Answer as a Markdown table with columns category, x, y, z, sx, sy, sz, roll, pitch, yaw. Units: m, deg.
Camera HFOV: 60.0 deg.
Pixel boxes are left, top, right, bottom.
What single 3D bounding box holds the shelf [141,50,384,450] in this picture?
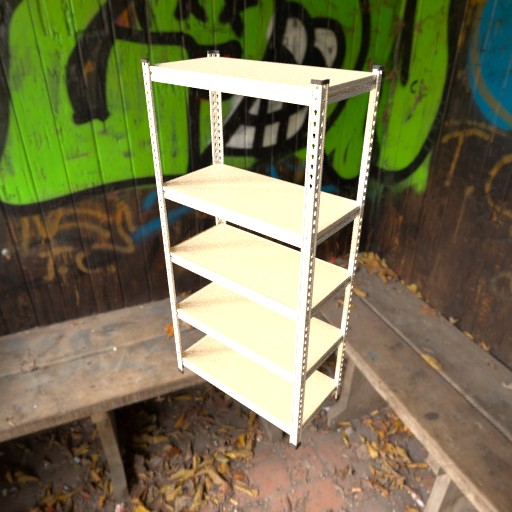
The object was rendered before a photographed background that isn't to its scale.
| category | x | y | z | sx | sy | sz | roll | pitch | yaw |
| --- | --- | --- | --- | --- | --- | --- | --- | --- | --- |
| shelf | 0.000 | 0.000 | 2.267 | 0.914 | 1.829 | 0.457 | 22 | 37 | 33 |
